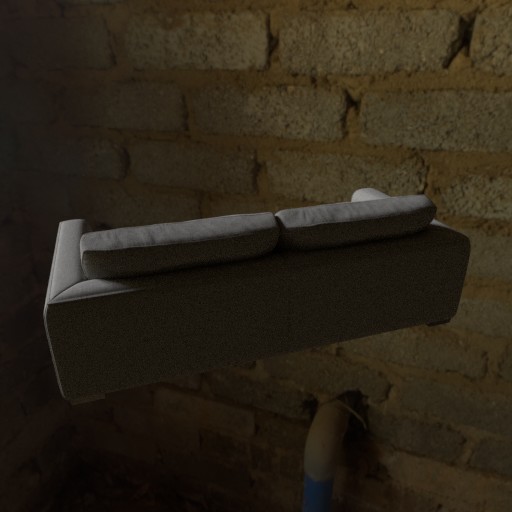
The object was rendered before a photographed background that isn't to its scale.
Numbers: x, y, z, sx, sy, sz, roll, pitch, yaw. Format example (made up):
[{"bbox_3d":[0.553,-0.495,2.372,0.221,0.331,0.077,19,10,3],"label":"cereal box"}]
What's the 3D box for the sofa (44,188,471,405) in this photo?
[{"bbox_3d":[0.000,0.000,2.686,2.262,0.801,1.070,-8,27,-17],"label":"sofa"}]
